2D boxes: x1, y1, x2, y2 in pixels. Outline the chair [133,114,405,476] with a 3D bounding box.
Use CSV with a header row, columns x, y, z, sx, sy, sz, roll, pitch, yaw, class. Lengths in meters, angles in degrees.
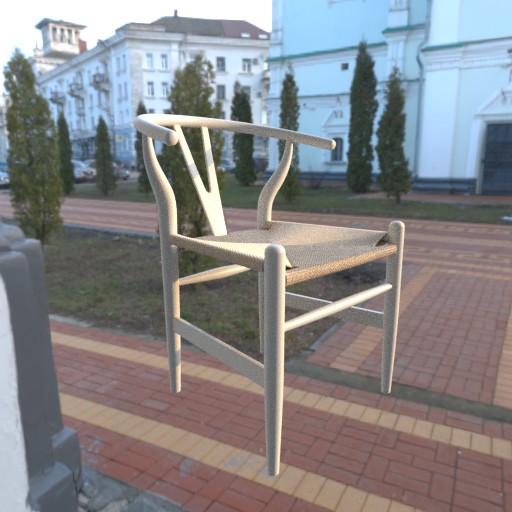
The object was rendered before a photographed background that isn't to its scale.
x,y,z,sx,sy,sz,roll,pitch,yaw,class
0.000,0.000,1.146,0.579,0.730,0.569,12,17,44,chair
